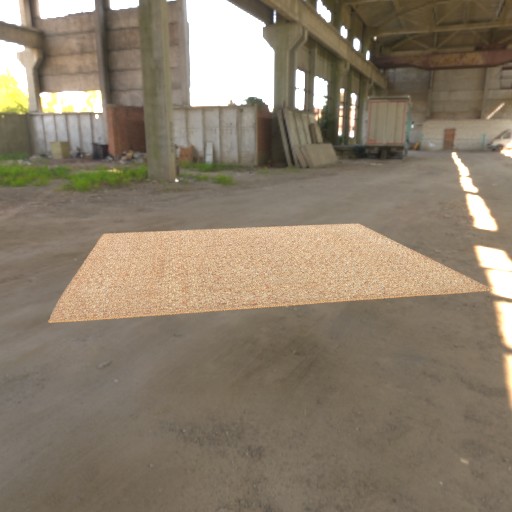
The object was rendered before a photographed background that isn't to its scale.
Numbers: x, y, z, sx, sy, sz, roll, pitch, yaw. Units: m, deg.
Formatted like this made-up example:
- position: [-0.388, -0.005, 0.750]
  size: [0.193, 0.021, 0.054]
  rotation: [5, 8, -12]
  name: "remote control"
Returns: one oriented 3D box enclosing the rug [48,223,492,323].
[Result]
- position: [0.000, 0.000, 4.075]
  size: [3.048, 0.013, 2.439]
  rotation: [-3, 16, -10]
  name: "rug"
